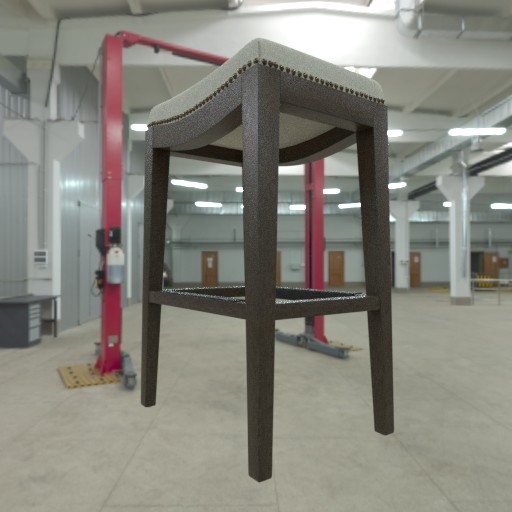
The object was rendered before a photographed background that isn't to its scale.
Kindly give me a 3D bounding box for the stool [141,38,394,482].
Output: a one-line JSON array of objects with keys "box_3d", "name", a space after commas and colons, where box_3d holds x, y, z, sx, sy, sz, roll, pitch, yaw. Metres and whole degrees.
[{"box_3d": [0.000, 0.000, 1.033, 0.358, 0.759, 0.498, 1, -1, -37], "name": "stool"}]
